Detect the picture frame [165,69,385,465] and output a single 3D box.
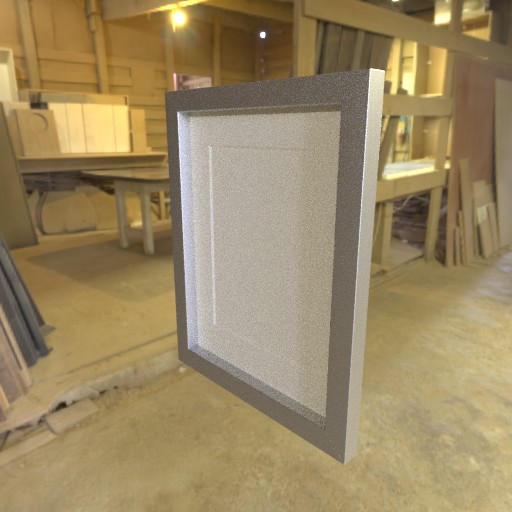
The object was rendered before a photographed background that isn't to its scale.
[{"bbox_3d":[0.000,0.000,0.531,0.036,0.386,0.307,-14,21,-42],"label":"picture frame"}]
